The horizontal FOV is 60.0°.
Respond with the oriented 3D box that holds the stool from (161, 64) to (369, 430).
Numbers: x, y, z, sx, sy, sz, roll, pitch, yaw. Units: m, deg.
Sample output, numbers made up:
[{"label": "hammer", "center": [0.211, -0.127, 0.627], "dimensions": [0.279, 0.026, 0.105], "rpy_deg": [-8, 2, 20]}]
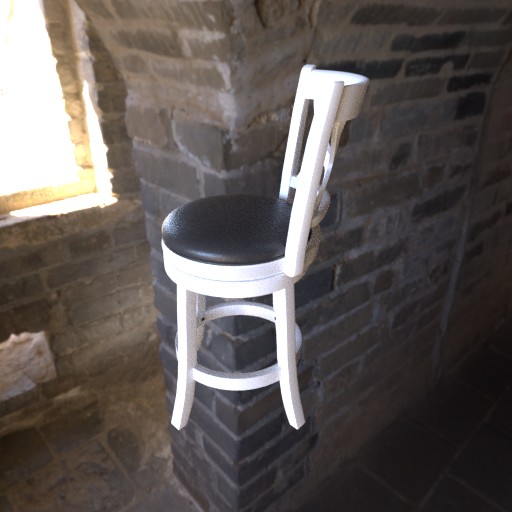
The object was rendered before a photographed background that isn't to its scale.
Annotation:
[{"label": "stool", "center": [0.000, 0.000, 1.236], "dimensions": [0.508, 0.953, 0.444], "rpy_deg": [0, 27, -1]}]
